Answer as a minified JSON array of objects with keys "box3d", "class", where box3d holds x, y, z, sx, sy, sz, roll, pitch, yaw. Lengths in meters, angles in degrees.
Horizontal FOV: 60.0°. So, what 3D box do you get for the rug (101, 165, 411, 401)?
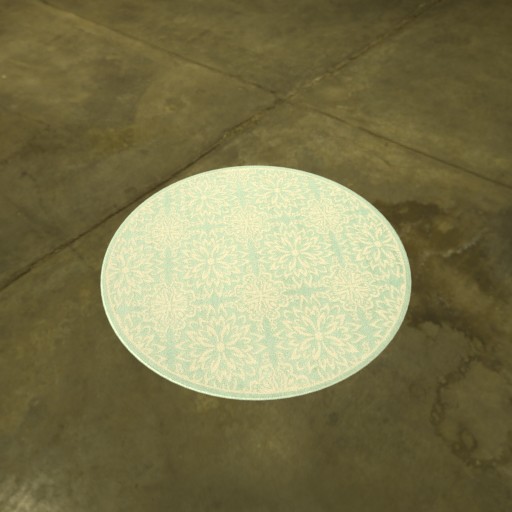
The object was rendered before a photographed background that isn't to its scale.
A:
[{"box3d":[0.000,0.000,2.334,1.593,0.012,1.593,0,47,0],"class":"rug"}]
